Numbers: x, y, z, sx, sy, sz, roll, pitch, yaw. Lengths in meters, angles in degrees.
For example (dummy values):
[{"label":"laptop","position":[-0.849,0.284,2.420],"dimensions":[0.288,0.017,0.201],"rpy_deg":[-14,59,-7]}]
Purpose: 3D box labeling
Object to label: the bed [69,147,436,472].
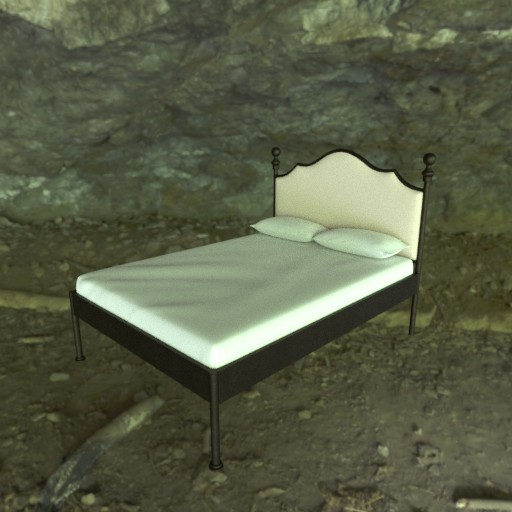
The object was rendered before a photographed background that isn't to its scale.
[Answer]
[{"label":"bed","position":[0.000,0.000,3.306],"dimensions":[1.642,1.499,2.224],"rpy_deg":[15,22,42]}]
